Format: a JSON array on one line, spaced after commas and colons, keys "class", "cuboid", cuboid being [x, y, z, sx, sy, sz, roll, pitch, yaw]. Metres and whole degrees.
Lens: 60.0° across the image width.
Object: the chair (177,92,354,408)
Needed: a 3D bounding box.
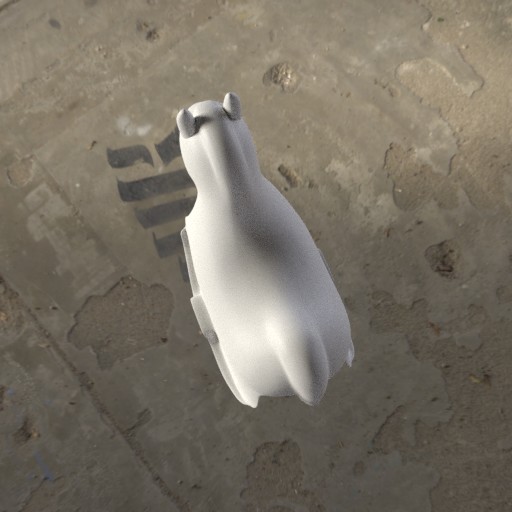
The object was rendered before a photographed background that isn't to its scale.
[{"class": "chair", "cuboid": [0.000, 0.000, 1.141, 0.429, 0.612, 0.800, -21, 77, -5]}]
